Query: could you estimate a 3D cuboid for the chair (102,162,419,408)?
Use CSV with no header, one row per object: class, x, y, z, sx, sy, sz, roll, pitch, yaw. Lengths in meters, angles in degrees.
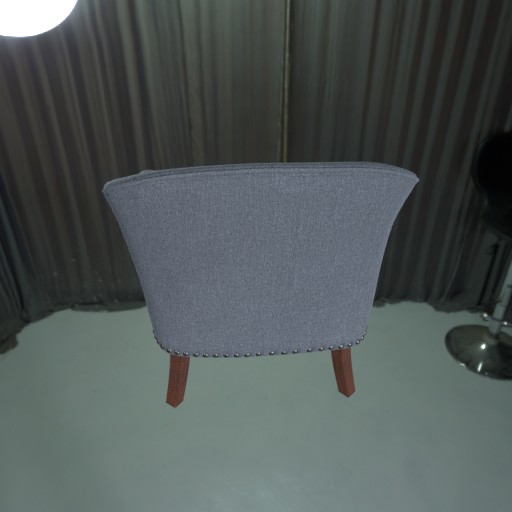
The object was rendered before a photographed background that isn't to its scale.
chair,0.000,0.000,1.414,0.798,0.815,0.704,-2,29,-3
